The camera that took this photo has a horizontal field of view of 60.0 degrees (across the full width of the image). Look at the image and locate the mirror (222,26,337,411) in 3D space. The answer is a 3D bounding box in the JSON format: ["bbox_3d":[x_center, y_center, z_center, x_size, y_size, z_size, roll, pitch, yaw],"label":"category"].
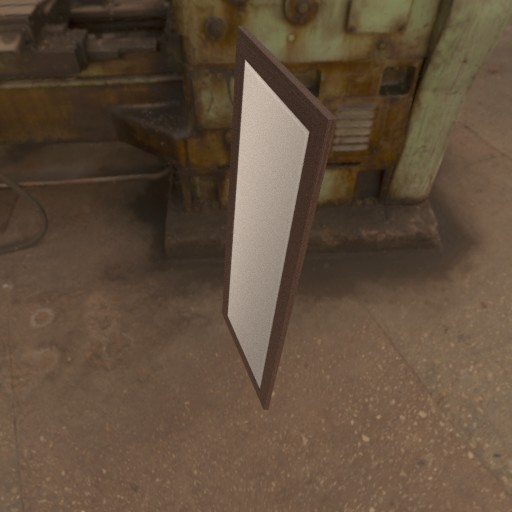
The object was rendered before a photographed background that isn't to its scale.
[{"bbox_3d":[0.000,0.000,2.363,0.221,2.020,0.812,-17,50,-15],"label":"mirror"}]
